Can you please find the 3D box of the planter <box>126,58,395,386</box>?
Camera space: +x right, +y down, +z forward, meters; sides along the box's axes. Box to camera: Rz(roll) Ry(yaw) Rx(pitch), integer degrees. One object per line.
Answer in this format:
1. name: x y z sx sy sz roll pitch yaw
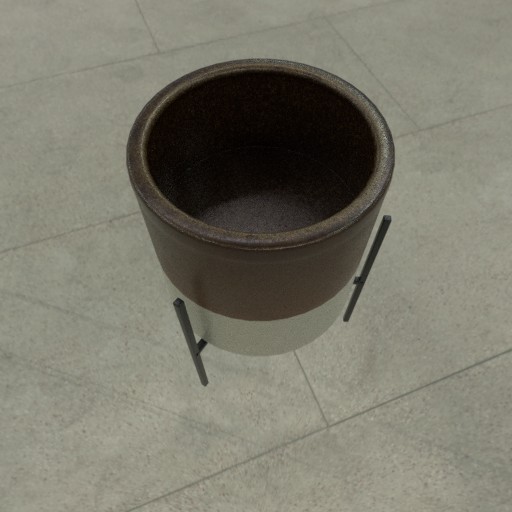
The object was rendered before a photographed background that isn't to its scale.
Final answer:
1. planter: 0.000 0.000 0.559 0.255 0.375 0.269 29 62 17
